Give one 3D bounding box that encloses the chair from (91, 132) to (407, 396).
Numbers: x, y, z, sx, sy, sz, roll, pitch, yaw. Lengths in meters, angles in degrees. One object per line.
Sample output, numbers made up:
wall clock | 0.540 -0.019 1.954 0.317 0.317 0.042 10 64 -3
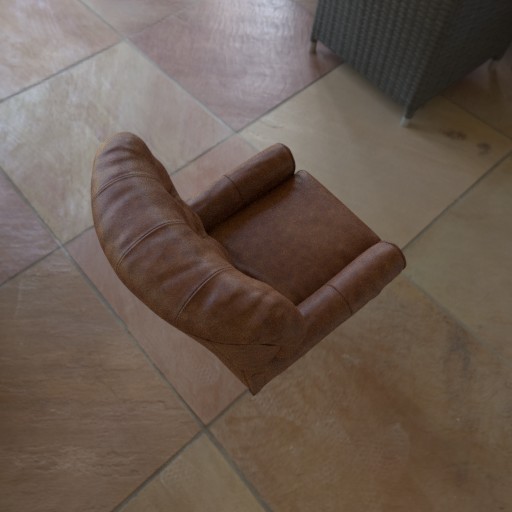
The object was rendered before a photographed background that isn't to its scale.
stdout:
chair | 0.000 0.000 1.894 1.059 1.164 0.951 -35 66 -18
